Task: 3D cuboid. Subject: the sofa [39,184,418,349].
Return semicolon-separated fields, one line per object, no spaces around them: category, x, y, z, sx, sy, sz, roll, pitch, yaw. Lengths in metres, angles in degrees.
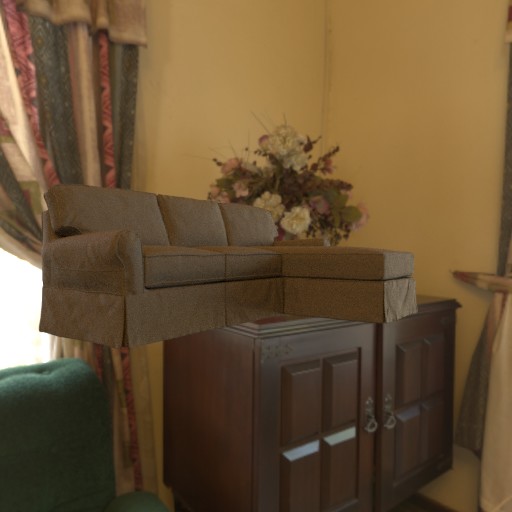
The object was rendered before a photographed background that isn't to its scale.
sofa;0.000;0.000;3.318;1.733;0.978;2.475;1;1;36
